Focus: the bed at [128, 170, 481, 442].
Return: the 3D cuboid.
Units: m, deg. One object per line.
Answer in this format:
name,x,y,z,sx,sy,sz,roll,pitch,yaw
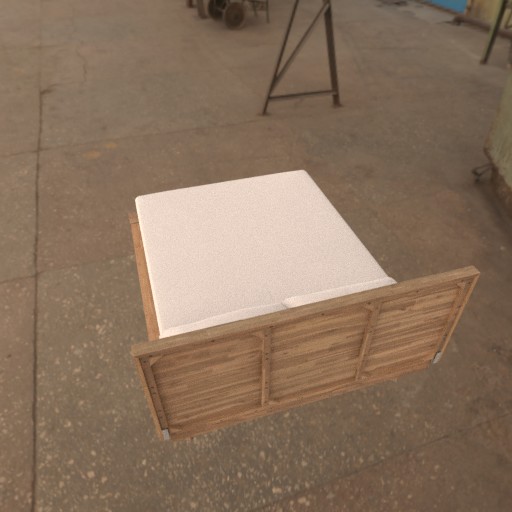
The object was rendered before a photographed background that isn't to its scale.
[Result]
bed,0.000,0.000,3.200,1.759,1.071,2.145,-11,42,-13
